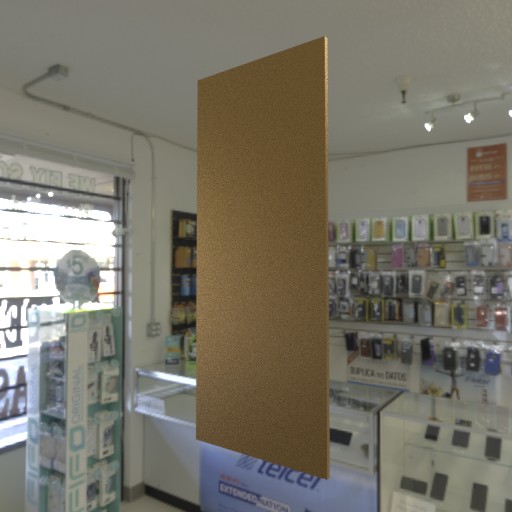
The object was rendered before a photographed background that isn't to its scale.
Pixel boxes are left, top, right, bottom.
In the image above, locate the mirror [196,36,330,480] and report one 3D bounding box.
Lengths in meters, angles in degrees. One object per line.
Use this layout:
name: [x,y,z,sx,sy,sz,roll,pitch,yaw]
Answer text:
mirror: [0.000,0.000,2.277,0.812,2.031,0.025,-1,-2,36]
